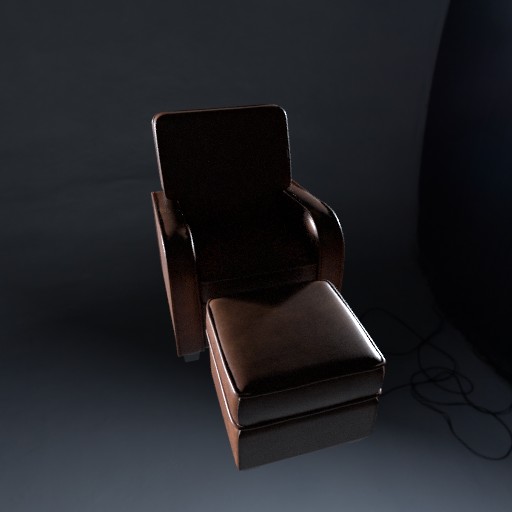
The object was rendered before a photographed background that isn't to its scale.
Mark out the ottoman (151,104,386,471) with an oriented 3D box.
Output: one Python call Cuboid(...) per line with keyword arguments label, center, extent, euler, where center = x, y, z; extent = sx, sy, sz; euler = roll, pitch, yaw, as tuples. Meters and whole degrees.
Cuboid(label="ottoman", center=(0.000, 0.000, 1.817), extent=(0.732, 0.904, 1.314), euler=(-9, 34, -13))
